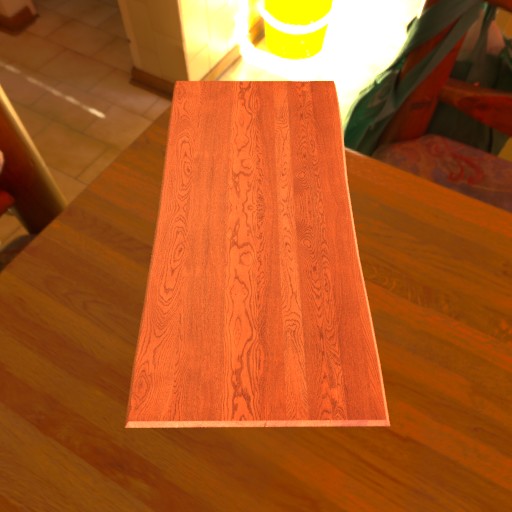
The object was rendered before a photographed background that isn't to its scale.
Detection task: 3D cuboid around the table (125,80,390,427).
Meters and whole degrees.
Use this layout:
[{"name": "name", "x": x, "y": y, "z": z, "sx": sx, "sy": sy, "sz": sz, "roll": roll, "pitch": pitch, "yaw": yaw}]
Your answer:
[{"name": "table", "x": 0.000, "y": 0.000, "z": 2.269, "sx": 0.900, "sy": 0.770, "sz": 1.800, "roll": 0, "pitch": 58, "yaw": 0}]
